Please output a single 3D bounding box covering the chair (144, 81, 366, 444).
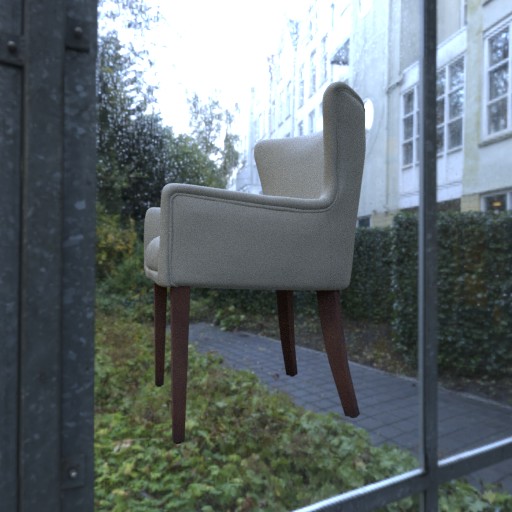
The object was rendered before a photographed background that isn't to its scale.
[{"bbox_3d":[0.000,0.000,1.461,0.686,0.952,0.660,0,0,-18],"label":"chair"}]
